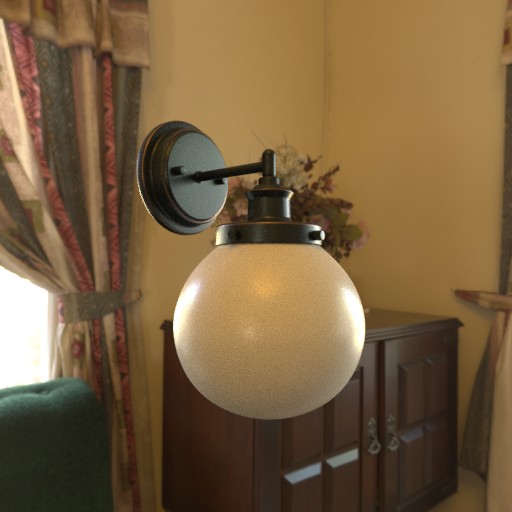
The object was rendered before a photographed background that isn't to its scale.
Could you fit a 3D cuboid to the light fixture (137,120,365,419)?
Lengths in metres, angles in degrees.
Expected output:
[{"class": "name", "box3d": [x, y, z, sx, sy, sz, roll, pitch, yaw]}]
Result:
[{"class": "light fixture", "box3d": [0.000, 0.000, 0.478, 0.230, 0.332, 0.197, -1, -2, 37]}]
